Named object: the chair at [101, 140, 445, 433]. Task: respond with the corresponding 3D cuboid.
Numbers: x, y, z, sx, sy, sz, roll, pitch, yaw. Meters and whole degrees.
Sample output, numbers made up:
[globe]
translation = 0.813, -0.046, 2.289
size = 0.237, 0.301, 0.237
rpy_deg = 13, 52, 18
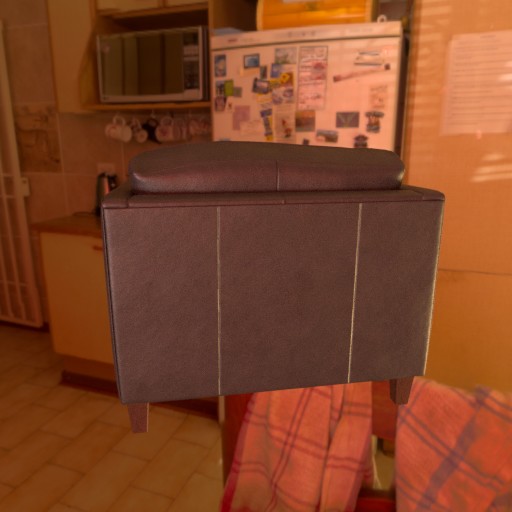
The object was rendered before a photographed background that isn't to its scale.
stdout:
[chair]
translation = 0.000, 0.000, 1.614
size = 0.939, 0.811, 0.862
rpy_deg = -3, 15, -10
